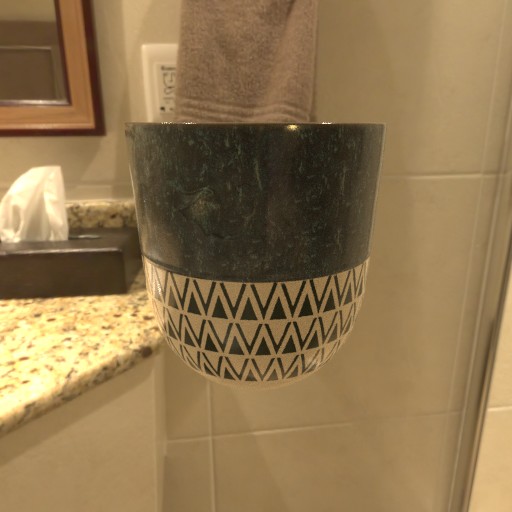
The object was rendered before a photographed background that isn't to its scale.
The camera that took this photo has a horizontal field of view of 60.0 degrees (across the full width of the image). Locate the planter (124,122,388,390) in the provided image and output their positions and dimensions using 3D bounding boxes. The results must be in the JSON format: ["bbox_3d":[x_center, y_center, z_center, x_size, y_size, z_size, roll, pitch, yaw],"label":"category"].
[{"bbox_3d":[0.000,0.000,0.371,0.195,0.214,0.195,0,17,0],"label":"planter"}]
